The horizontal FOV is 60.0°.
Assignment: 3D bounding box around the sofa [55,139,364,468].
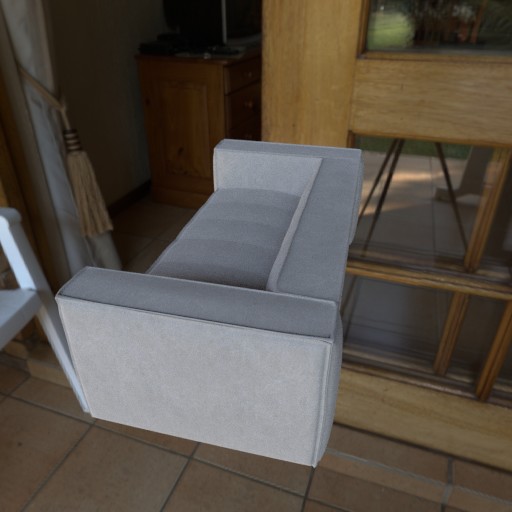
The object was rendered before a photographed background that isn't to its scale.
[{"bbox_3d":[0.000,0.000,2.417,1.038,0.680,1.995,7,32,12],"label":"sofa"}]
